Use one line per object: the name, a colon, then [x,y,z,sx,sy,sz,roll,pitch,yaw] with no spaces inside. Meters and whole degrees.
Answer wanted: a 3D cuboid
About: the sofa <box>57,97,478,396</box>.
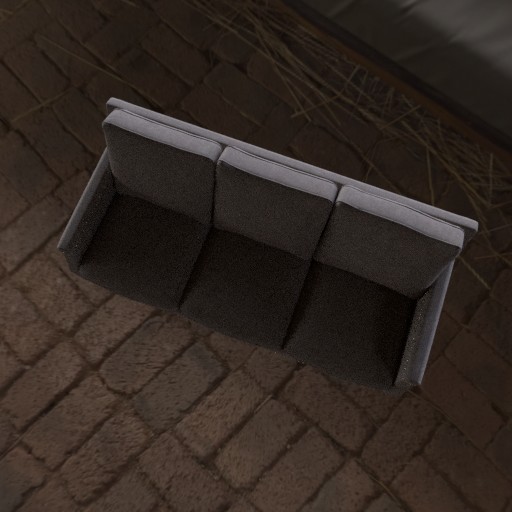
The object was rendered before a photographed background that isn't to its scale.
sofa: [0.000,0.000,2.740,2.226,1.042,1.034,20,77,5]
